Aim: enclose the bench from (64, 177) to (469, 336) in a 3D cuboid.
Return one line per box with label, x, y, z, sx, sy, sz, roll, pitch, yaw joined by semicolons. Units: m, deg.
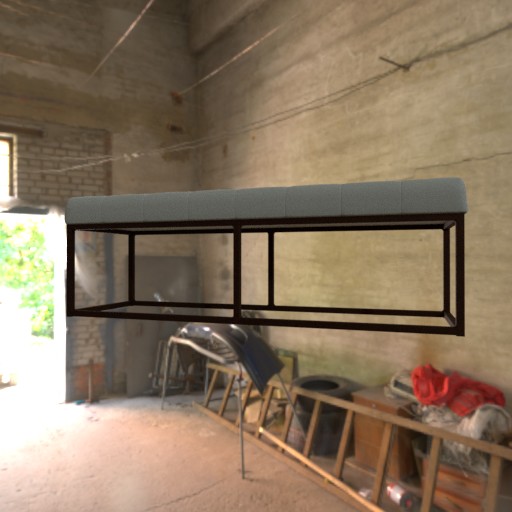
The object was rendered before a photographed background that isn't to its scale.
bench;0.000;0.000;1.767;1.488;0.488;0.479;0;0;18
